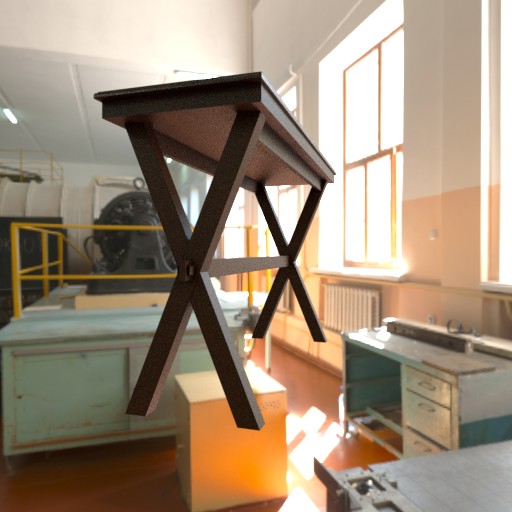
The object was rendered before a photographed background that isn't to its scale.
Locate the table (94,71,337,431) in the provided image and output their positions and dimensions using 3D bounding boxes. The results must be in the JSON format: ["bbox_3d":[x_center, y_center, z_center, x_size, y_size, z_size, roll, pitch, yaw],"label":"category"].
[{"bbox_3d":[0.000,0.000,1.524,0.399,0.763,1.197,0,1,17],"label":"table"}]
